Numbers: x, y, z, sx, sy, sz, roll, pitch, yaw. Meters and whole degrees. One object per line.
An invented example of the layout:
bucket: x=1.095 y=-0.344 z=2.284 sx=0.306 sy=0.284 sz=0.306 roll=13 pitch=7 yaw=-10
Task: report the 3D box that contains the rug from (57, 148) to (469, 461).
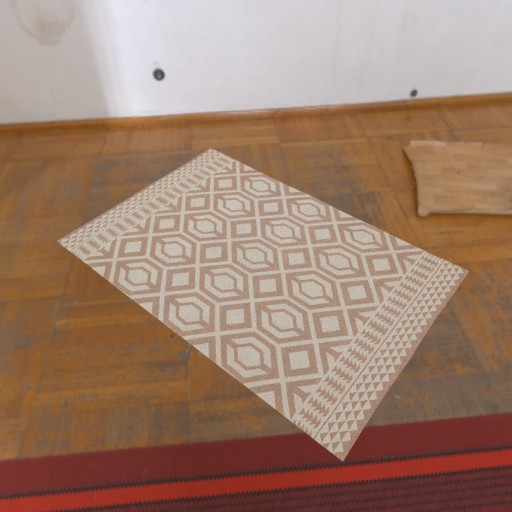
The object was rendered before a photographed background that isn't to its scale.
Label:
rug: x=0.000 y=0.000 z=2.356 sx=1.829 sy=0.008 sz=1.219 roll=30 pitch=53 yaw=26
